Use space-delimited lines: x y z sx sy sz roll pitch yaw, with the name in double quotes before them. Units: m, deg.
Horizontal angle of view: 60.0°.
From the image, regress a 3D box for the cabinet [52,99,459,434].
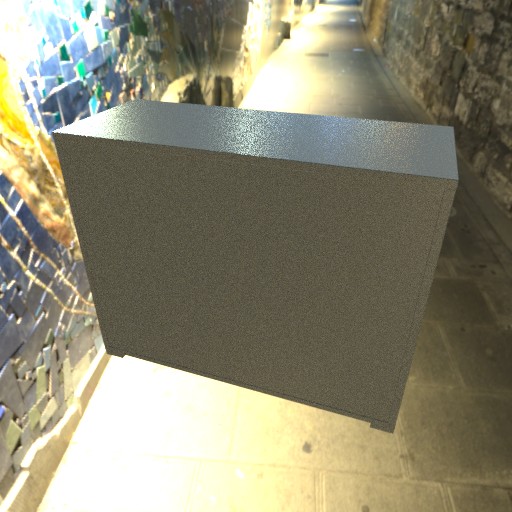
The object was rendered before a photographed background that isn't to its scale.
"cabinet" 0.000 0.000 1.398 1.000 0.800 0.400 11 34 16
